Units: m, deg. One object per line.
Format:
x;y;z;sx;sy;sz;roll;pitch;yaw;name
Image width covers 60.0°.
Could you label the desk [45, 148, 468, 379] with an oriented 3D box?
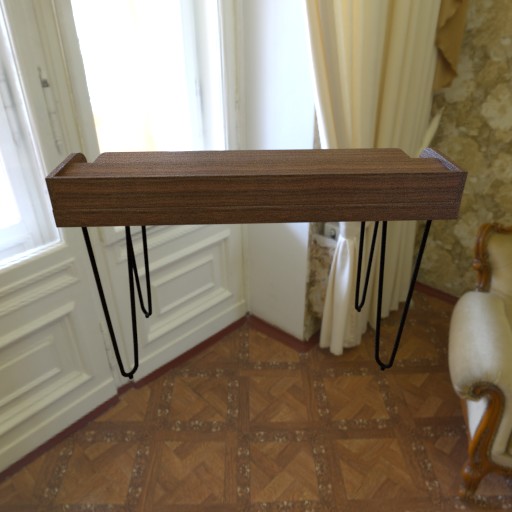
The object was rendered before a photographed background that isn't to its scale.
0.000;0.000;1.707;1.200;0.854;0.565;-1;30;-2;desk
